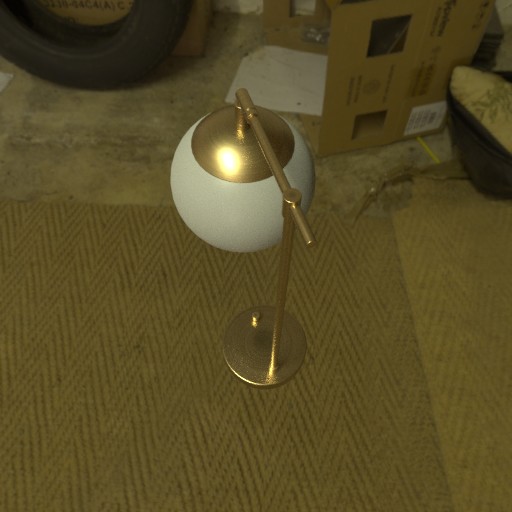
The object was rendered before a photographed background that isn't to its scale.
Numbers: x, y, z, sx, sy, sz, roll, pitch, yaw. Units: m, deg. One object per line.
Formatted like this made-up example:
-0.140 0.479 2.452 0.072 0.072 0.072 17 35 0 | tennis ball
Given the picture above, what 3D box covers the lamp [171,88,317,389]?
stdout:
0.000 0.000 0.708 0.207 0.559 0.324 -15 60 -9 | lamp
